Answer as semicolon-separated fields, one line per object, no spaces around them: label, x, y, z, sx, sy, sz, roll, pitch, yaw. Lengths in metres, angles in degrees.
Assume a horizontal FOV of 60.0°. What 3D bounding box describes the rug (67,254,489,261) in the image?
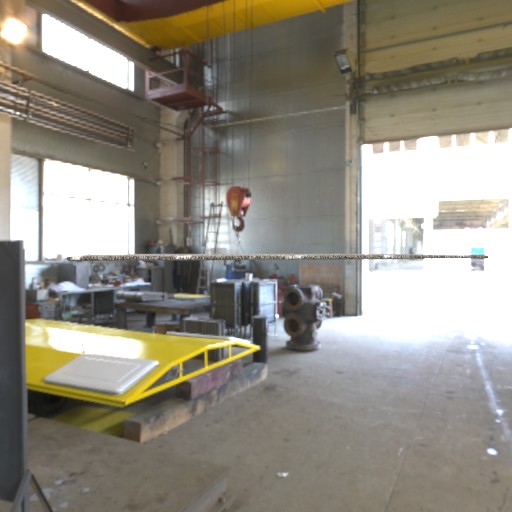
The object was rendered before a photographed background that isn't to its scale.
rug;0.000;0.000;4.129;3.047;0.029;2.438;0;1;-18
